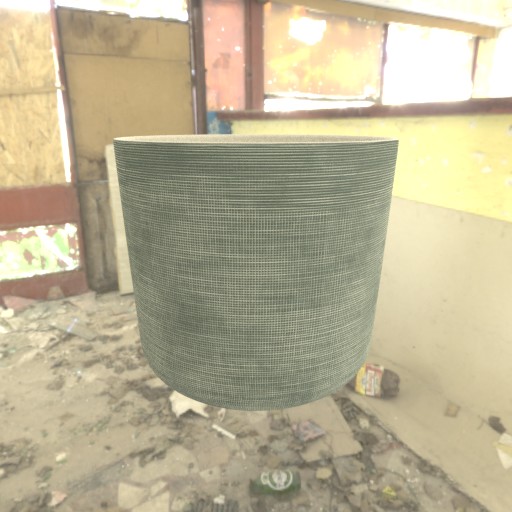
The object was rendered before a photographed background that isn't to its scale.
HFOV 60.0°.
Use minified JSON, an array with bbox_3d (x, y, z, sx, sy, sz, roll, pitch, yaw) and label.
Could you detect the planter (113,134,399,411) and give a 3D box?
[{"bbox_3d":[0.000,0.000,0.770,0.440,0.398,0.440,0,17,0],"label":"planter"}]
